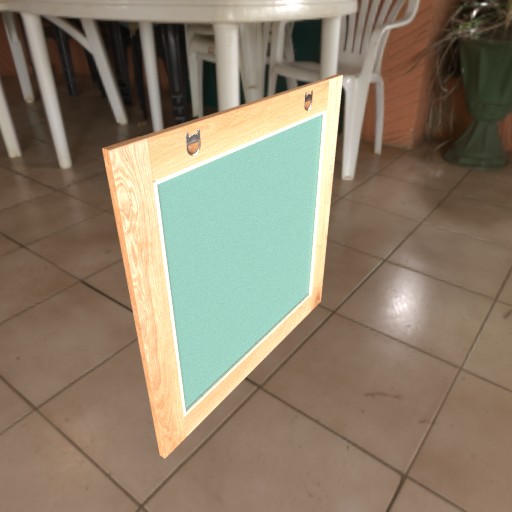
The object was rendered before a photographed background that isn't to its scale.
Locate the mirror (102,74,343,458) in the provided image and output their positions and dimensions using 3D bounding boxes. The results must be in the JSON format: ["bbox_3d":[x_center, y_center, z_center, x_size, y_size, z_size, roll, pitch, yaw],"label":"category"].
[{"bbox_3d":[0.000,0.000,1.185,0.020,0.800,0.800,21,38,30],"label":"mirror"}]
